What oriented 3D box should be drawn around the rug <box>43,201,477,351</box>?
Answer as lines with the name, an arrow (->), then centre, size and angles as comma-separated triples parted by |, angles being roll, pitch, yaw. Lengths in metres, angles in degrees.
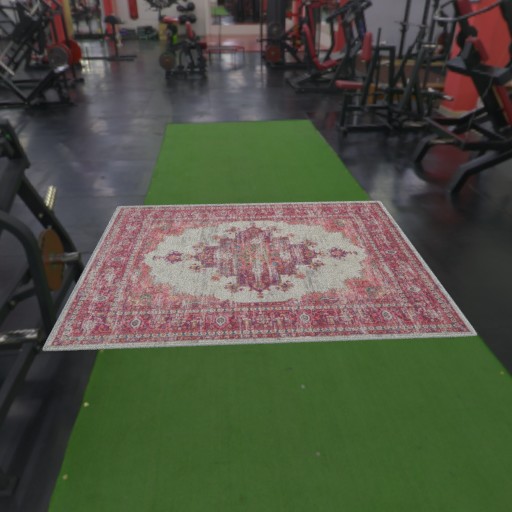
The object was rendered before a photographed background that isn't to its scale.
rug -> 0.000, 0.000, 4.214 | 3.123, 0.017, 2.447 | -1, 31, -3
